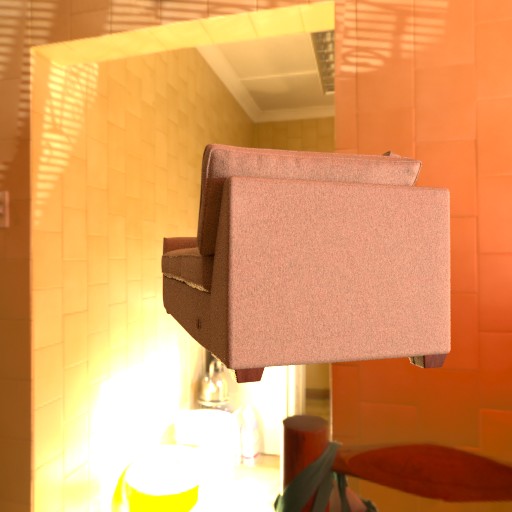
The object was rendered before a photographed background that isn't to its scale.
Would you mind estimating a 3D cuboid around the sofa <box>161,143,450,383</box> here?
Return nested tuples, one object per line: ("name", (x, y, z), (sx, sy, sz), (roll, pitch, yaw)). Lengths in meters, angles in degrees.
("sofa", (0.000, 0.000, 2.836), (1.061, 0.962, 2.317), (0, 0, -17))
